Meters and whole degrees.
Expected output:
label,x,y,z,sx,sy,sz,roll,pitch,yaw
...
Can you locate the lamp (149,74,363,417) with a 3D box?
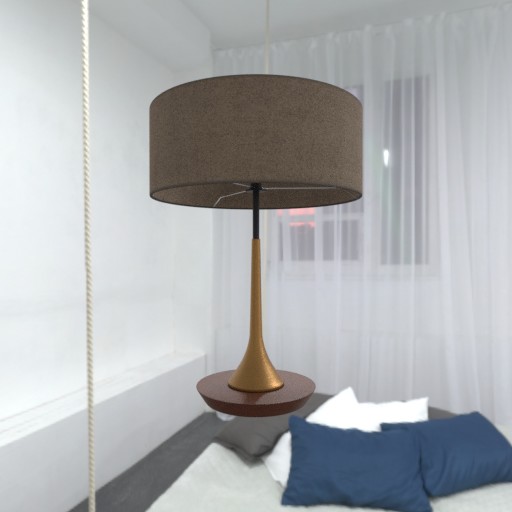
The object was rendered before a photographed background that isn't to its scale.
label,x,y,z,sx,sy,sz,roll,pitch,yaw
lamp,0.000,0.000,0.851,0.396,0.551,0.417,0,1,0
